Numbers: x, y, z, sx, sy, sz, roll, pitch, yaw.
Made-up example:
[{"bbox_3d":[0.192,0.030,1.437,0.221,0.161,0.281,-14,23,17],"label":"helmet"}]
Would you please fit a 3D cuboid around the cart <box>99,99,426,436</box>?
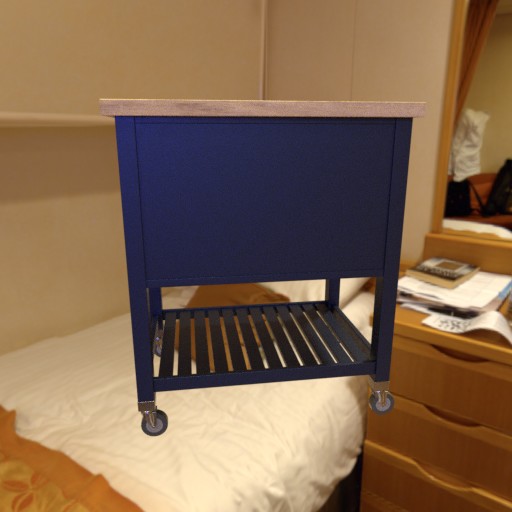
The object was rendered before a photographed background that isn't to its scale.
[{"bbox_3d":[0.000,0.000,1.445,0.797,0.920,0.567,-2,16,-8],"label":"cart"}]
